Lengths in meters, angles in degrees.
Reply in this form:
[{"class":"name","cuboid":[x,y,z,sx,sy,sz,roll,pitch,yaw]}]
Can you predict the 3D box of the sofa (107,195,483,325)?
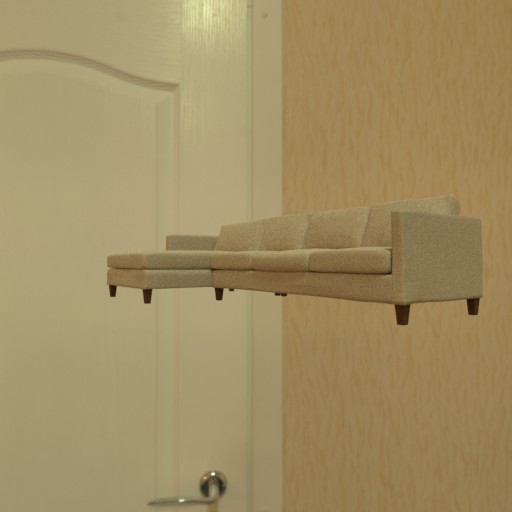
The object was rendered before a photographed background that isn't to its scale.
[{"class":"sofa","cuboid":[0.000,0.000,3.903,1.625,0.846,3.186,1,-1,-37]}]
